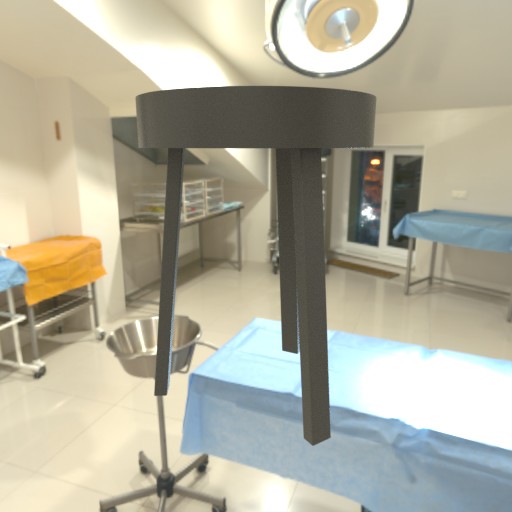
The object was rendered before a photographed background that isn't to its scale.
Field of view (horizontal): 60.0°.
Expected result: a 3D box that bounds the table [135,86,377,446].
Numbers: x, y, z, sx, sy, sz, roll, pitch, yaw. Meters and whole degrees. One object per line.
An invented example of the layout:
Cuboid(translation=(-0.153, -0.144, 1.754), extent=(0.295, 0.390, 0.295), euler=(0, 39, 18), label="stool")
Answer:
Cuboid(translation=(0.000, 0.000, 0.841), extent=(0.406, 0.559, 0.406), euler=(0, 14, 0), label="table")
